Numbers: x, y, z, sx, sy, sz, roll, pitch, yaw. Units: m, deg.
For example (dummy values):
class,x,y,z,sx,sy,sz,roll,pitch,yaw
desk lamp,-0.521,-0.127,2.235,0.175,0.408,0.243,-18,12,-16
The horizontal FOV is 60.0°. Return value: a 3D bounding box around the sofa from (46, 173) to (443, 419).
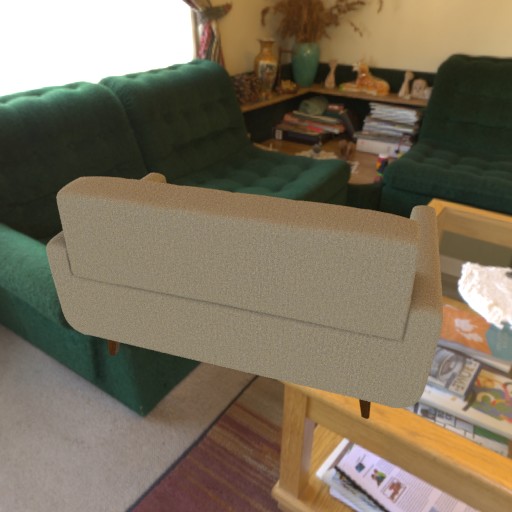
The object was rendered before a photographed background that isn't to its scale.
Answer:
class,x,y,z,sx,sy,sz,roll,pitch,yaw
sofa,0.000,0.000,2.188,1.651,0.925,0.952,9,32,15
